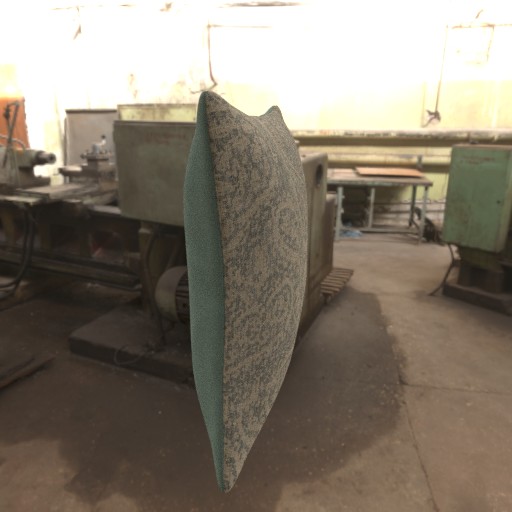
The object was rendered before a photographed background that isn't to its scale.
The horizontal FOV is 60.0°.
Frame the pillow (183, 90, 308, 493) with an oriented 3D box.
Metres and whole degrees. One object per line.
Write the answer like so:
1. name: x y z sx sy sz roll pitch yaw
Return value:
1. pillow: 0.000 0.000 0.762 0.166 0.507 0.526 3 17 10
